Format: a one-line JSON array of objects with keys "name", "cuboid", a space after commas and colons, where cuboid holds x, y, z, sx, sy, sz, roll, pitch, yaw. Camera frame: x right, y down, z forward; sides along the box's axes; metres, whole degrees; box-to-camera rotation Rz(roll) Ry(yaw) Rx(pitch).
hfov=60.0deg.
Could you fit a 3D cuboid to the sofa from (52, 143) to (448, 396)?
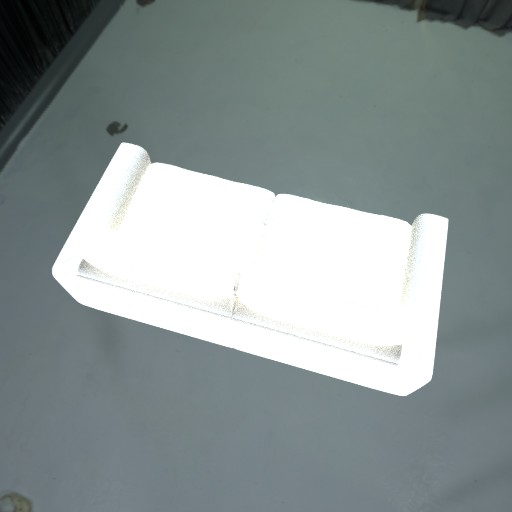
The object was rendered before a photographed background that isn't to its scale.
[{"name": "sofa", "cuboid": [0.000, 0.000, 2.832, 2.262, 0.801, 1.070, 14, 64, 7]}]
